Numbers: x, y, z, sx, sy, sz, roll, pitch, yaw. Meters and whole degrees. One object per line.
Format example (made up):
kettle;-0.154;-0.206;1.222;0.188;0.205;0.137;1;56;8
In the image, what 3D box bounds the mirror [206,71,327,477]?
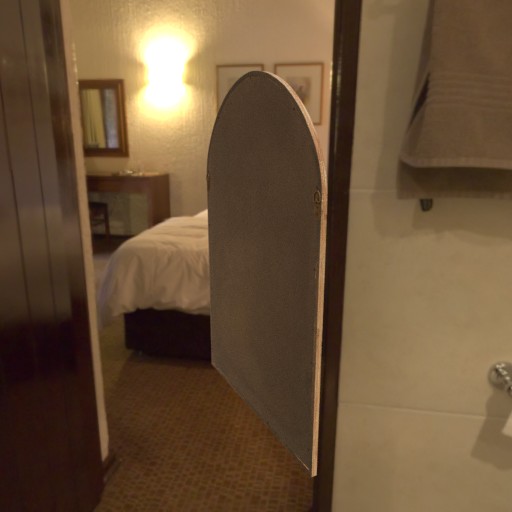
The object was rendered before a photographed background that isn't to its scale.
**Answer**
mirror;0.000;0.000;1.181;0.032;0.915;0.609;-7;16;-27
